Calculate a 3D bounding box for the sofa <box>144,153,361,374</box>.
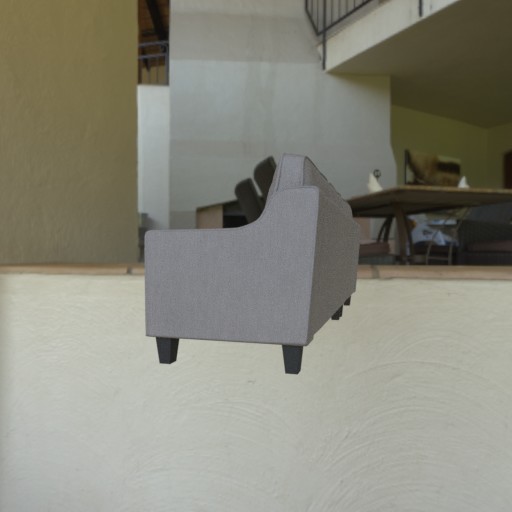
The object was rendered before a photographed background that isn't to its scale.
[{"bbox_3d":[0.000,0.000,3.104,1.294,0.928,2.561,0,0,17],"label":"sofa"}]
